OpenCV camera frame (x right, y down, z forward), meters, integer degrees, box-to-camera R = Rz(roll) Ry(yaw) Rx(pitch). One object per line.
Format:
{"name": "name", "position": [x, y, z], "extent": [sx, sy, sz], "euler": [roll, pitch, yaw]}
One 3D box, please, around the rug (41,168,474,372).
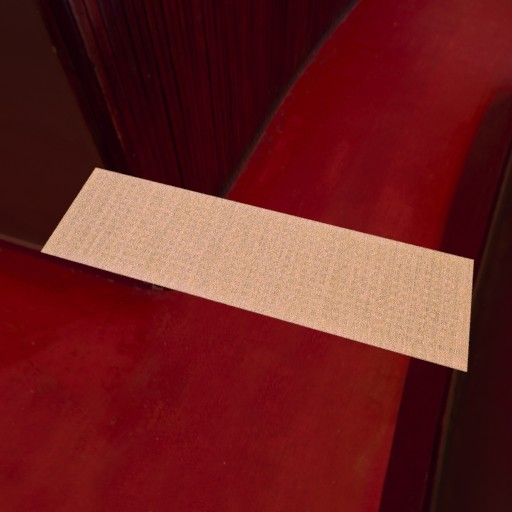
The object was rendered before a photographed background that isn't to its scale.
{"name": "rug", "position": [0.000, 0.000, 2.595], "extent": [2.437, 0.006, 0.686], "euler": [15, 60, 9]}
